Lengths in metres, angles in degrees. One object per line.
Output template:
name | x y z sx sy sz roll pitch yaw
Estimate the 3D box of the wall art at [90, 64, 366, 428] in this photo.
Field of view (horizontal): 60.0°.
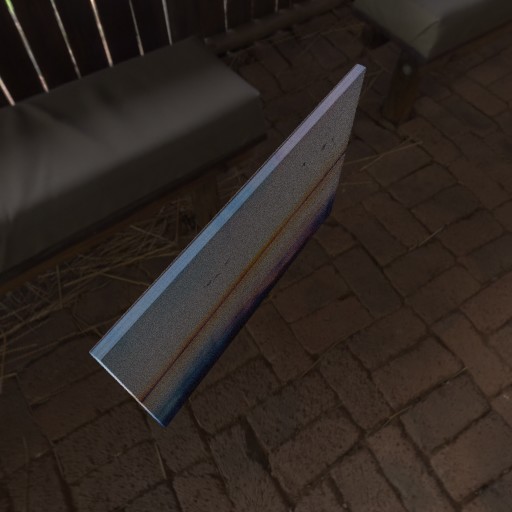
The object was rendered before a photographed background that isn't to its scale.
wall art | 0.000 0.000 1.465 0.034 0.756 1.137 31 64 17
